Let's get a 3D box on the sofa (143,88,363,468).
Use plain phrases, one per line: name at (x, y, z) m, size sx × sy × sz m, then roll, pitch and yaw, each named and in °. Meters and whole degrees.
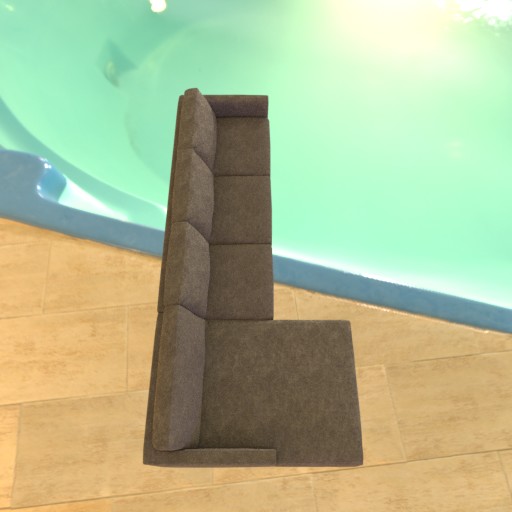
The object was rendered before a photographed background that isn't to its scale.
sofa at (0.000, 0.000, 4.036) m, size 1.606 × 0.954 × 3.471 m, roll 0°, pitch 64°, yaw 0°
